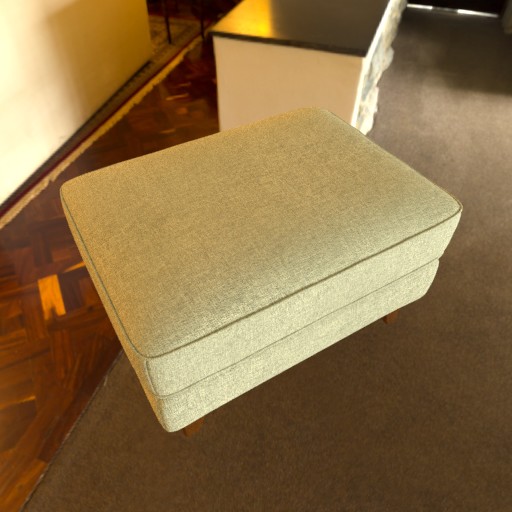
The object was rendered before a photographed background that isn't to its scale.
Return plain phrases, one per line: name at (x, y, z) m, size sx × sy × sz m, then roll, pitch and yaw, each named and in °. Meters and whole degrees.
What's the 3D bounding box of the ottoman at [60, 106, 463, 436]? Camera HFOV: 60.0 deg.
ottoman at (0.000, 0.000, 1.303) m, size 0.889 × 0.561 × 0.661 m, roll -23°, pitch 50°, yaw -21°
